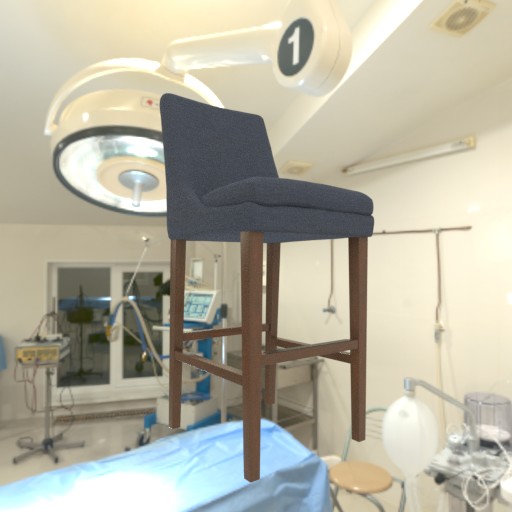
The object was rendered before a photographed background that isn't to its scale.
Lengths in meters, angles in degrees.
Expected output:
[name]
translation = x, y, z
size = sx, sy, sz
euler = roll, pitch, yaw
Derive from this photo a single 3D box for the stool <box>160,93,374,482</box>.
[stool]
translation = 0.000, 0.000, 1.380
size = 0.470, 1.078, 0.577
euler = 0, -1, -37
